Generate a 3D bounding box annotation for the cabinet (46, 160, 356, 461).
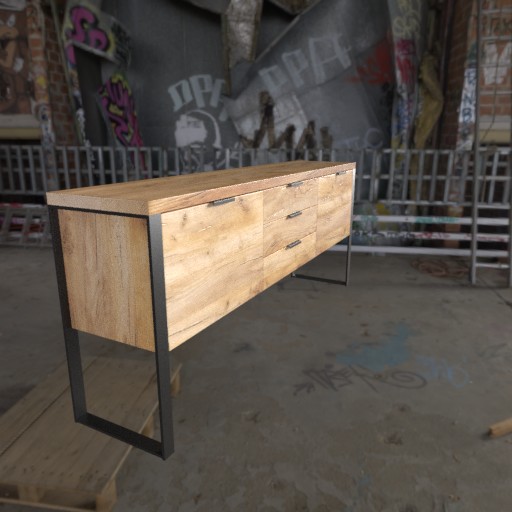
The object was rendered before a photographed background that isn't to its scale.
[{"bbox_3d":[0.000,0.000,2.044,0.395,0.762,1.800,8,17,27],"label":"cabinet"}]
